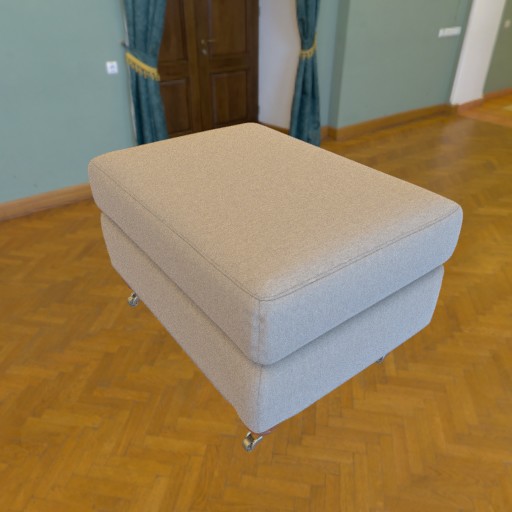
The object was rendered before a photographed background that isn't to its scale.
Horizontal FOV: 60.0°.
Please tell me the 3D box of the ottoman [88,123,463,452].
[{"bbox_3d":[0.000,0.000,1.147,0.574,0.497,0.773,-22,39,-30],"label":"ottoman"}]
